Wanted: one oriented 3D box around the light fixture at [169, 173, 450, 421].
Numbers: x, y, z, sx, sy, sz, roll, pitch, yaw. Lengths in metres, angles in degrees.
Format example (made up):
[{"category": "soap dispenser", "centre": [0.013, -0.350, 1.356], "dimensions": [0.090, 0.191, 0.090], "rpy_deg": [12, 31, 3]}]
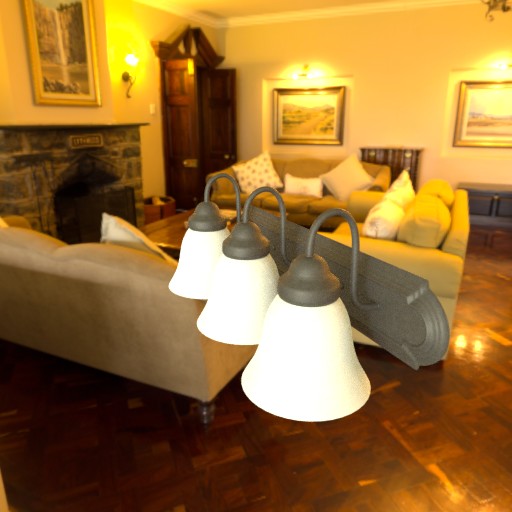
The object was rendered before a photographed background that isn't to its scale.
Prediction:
[{"category": "light fixture", "centre": [0.000, 0.000, 0.714], "dimensions": [0.199, 0.222, 0.610], "rpy_deg": [-8, 19, -23]}]
